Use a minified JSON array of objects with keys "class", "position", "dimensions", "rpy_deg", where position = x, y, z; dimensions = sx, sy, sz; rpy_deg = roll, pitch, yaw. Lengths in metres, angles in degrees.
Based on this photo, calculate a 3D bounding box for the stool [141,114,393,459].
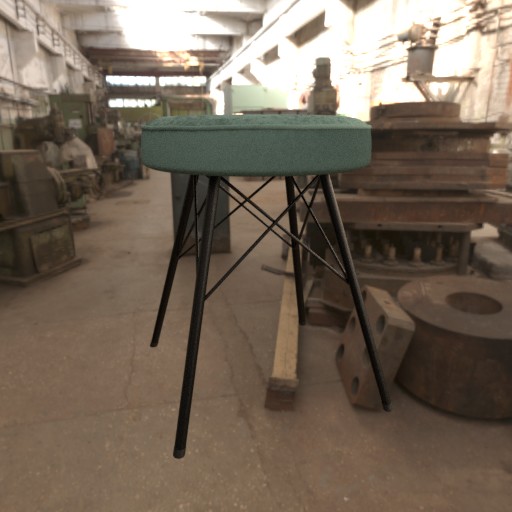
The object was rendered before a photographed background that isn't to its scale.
[{"class":"stool","position":[0.000,0.000,0.866],"dimensions":[0.457,0.519,0.458],"rpy_deg":[-3,16,-9]}]
